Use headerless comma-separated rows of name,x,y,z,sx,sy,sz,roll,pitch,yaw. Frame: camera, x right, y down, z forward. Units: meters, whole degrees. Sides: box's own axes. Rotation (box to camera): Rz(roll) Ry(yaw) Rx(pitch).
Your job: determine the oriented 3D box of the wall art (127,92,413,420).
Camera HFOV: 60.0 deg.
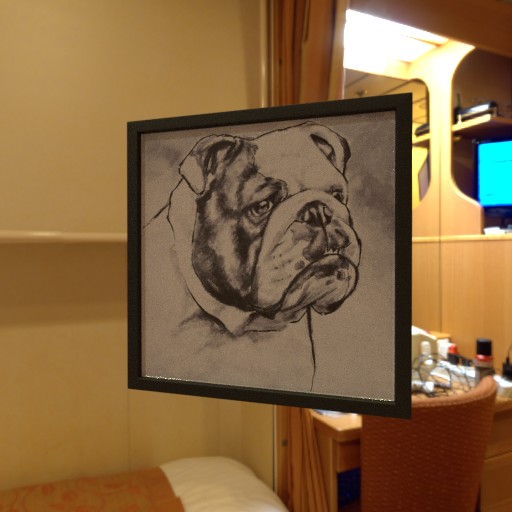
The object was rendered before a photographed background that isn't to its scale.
wall art,0.000,0.000,0.998,0.663,0.659,0.016,0,1,18
